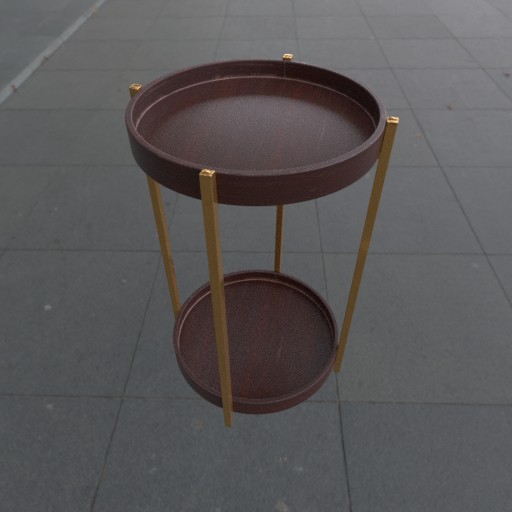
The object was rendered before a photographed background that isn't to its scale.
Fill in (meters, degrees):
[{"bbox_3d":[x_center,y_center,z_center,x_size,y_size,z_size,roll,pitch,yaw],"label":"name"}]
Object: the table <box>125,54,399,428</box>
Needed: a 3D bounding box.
[{"bbox_3d":[0.000,0.000,0.846,0.400,0.610,0.400,12,45,12],"label":"table"}]
